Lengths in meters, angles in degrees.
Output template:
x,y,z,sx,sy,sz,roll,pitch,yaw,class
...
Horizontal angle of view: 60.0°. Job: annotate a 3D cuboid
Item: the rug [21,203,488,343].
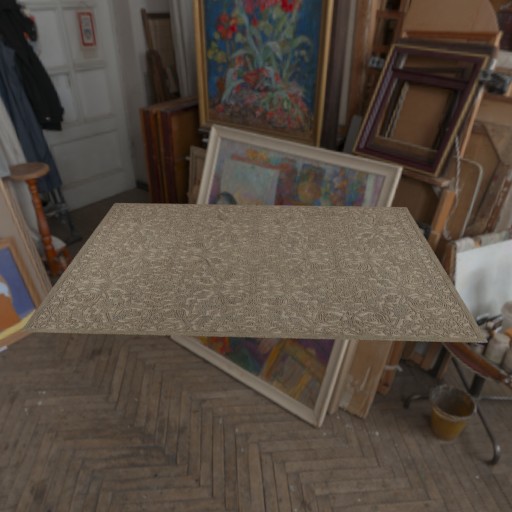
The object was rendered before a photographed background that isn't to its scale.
x,y,z,sx,sy,sz,roll,pitch,yaw,class
0.000,0.000,2.255,1.827,0.006,1.221,1,31,2,rug
